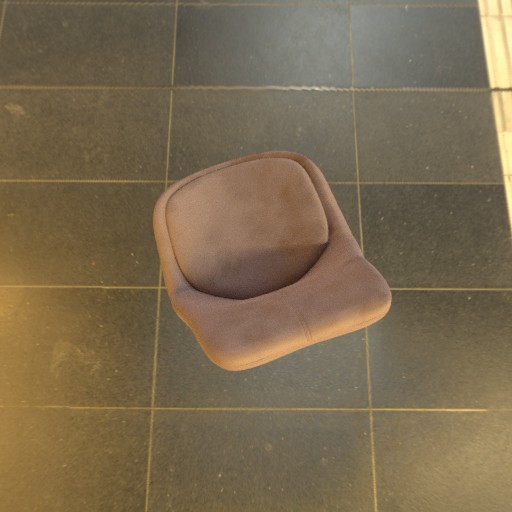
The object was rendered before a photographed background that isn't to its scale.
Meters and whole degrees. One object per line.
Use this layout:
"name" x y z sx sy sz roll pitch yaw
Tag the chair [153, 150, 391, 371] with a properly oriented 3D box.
"chair" 0.000 0.000 1.189 0.483 0.865 0.547 -19 76 -5
